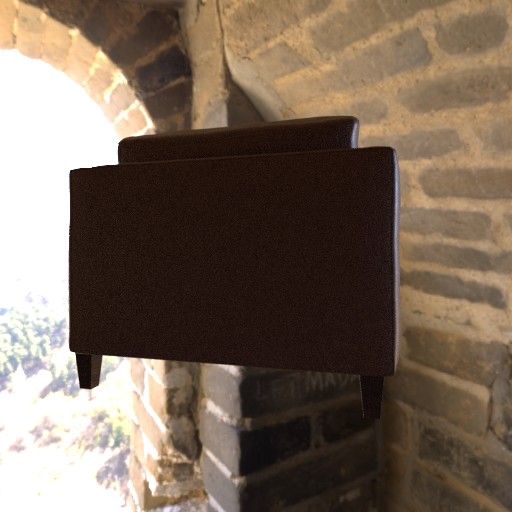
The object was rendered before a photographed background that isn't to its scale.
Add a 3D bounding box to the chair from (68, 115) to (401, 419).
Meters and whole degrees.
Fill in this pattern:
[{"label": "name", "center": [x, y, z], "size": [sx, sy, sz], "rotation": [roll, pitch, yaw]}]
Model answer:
[{"label": "chair", "center": [0.000, 0.000, 1.807], "size": [1.107, 0.917, 0.959], "rotation": [0, 0, 17]}]
